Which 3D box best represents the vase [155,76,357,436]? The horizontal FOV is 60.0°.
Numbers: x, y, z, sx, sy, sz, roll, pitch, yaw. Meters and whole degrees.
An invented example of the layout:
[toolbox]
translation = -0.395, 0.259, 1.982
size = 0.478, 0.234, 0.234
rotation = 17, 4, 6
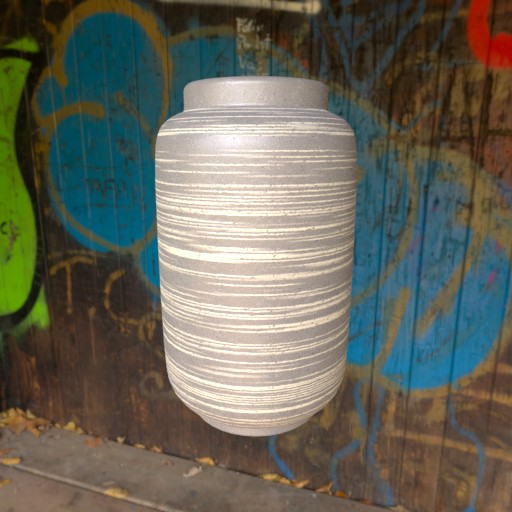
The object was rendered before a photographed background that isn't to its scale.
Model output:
[vase]
translation = 0.000, 0.000, 0.692
size = 0.297, 0.499, 0.297
rotation = 0, 14, 0
